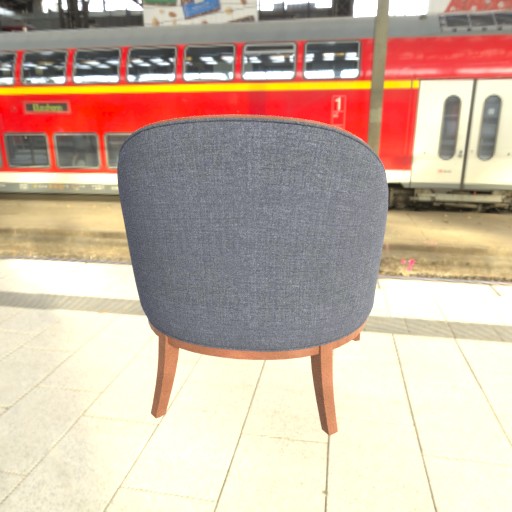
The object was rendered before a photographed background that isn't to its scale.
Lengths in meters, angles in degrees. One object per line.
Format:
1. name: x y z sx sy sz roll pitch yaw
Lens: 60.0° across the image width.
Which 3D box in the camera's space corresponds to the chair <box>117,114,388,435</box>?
1. chair: 0.000 0.000 1.470 0.803 0.876 0.735 2 16 8
